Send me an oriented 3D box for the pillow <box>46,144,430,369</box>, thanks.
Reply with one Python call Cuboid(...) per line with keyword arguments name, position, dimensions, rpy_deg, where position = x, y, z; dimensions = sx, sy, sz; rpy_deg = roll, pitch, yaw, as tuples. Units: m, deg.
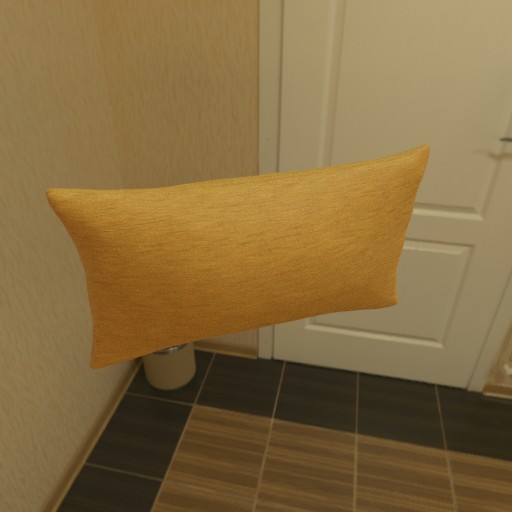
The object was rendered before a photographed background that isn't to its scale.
Cuboid(name="pillow", position=(0.000, 0.000, 0.796), dimensions=(0.634, 0.354, 0.210), rpy_deg=(-9, 34, -14))
